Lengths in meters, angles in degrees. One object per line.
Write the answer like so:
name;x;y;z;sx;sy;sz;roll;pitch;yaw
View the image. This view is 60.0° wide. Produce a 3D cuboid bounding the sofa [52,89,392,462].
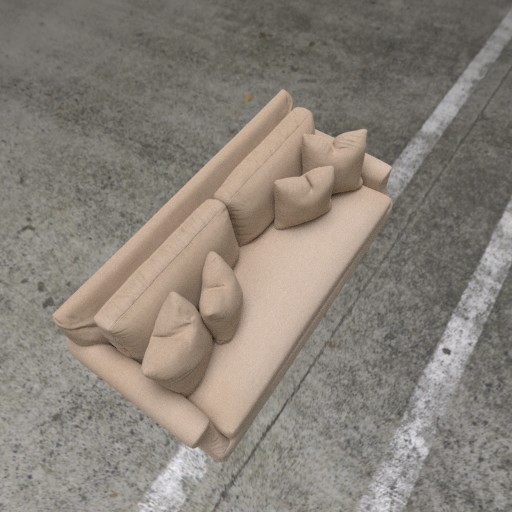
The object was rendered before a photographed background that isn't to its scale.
sofa;0.000;0.000;2.858;1.067;0.904;2.285;30;63;18
